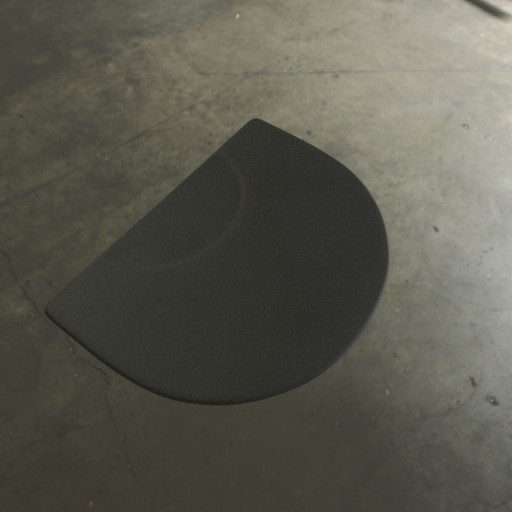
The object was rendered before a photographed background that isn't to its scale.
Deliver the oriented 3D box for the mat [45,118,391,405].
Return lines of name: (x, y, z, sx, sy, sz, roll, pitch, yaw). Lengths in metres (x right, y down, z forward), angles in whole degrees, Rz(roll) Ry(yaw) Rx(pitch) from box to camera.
mat: (0.000, 0.000, 1.612, 0.917, 0.016, 1.220, 32, 63, 19)
